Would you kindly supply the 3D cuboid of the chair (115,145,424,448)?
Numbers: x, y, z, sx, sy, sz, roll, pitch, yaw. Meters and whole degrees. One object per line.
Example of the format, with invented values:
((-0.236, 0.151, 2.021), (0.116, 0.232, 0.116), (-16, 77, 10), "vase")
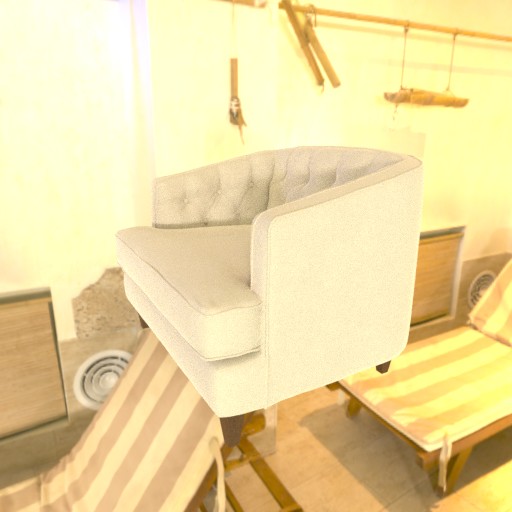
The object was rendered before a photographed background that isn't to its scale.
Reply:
((0.000, 0.000, 1.806), (0.941, 0.852, 1.104), (-9, 18, -28), "chair")
